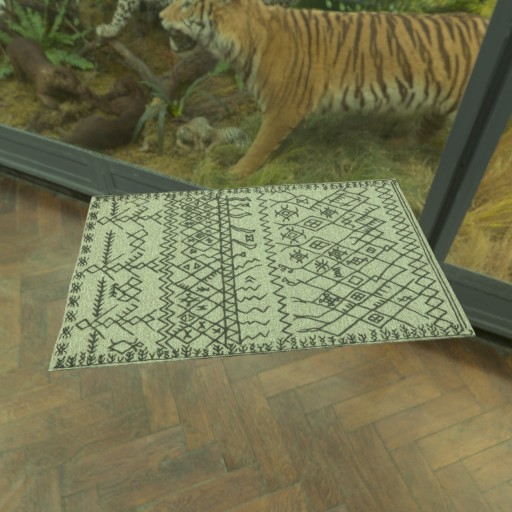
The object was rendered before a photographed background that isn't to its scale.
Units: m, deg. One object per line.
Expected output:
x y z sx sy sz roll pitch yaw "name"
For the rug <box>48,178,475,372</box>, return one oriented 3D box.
0.000 0.000 4.762 3.824 0.019 2.393 -4 47 -4 "rug"
